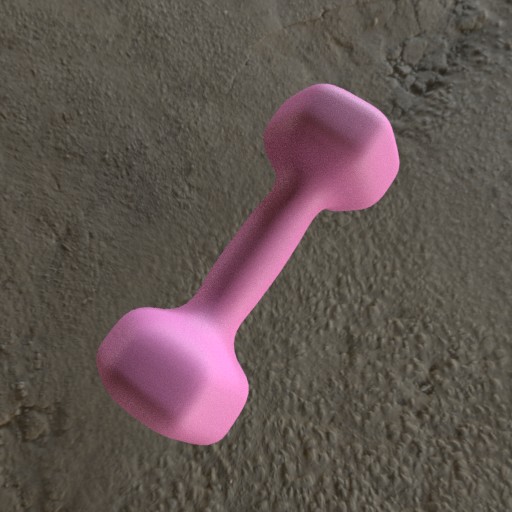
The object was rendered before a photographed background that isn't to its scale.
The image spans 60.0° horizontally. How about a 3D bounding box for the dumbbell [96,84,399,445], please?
[{"bbox_3d":[0.000,0.000,0.193,0.064,0.058,0.159,34,78,8],"label":"dumbbell"}]
